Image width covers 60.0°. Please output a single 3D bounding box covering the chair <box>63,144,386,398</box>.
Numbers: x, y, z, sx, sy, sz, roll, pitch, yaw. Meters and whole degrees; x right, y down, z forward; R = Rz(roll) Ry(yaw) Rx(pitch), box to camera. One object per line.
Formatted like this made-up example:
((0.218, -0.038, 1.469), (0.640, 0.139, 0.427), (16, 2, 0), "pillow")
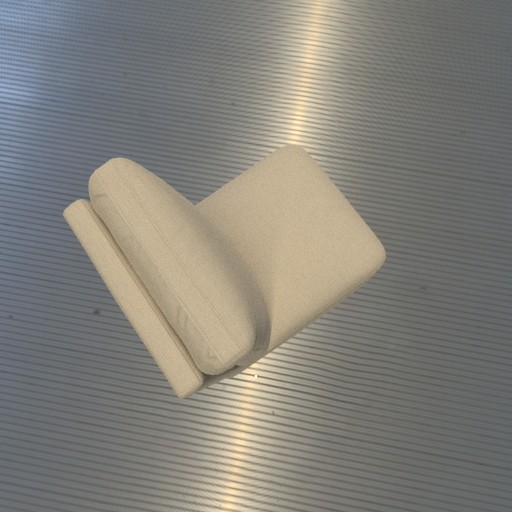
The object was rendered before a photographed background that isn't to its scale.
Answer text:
((0.000, 0.000, 1.324), (0.698, 0.927, 0.503), (-34, 78, -9), "chair")
